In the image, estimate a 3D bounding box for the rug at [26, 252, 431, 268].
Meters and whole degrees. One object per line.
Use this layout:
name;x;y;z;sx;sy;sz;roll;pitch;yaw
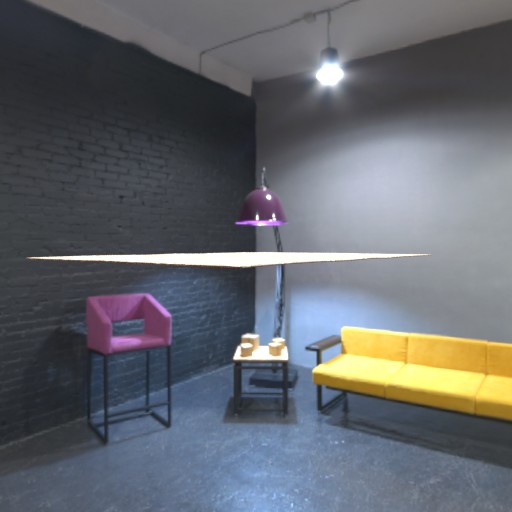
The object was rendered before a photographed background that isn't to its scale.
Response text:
rug;0.000;0.000;2.767;1.524;0.013;2.135;1;2;38
